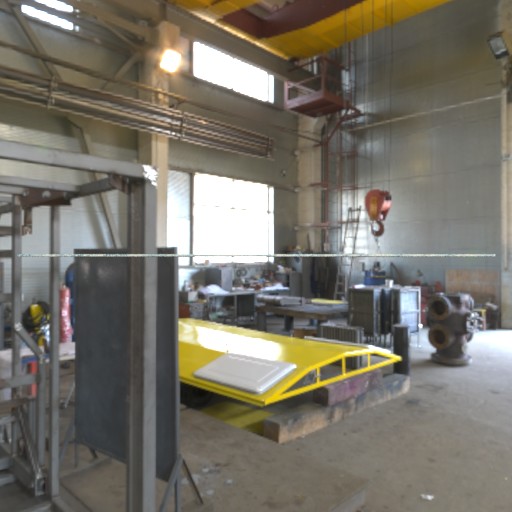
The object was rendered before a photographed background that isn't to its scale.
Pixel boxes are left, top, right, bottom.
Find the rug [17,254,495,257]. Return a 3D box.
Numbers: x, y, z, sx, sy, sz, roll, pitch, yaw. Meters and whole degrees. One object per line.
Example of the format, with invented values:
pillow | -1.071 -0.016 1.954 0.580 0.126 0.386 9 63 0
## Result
rug | 0.000 0.000 2.309 1.820 0.009 1.260 0 0 0
